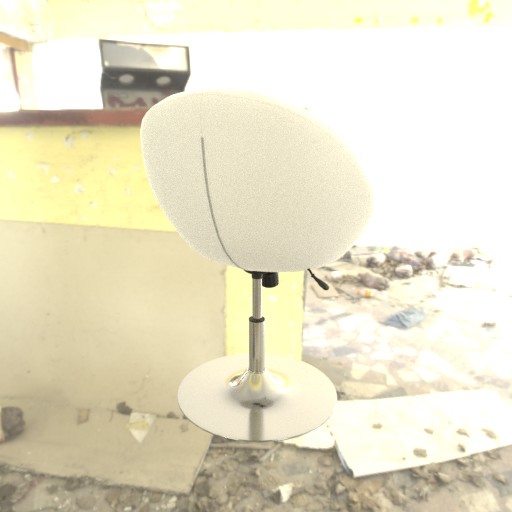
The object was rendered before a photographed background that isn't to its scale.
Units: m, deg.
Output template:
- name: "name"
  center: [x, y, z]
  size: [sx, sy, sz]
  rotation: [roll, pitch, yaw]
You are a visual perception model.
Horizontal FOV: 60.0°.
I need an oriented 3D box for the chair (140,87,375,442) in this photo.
- name: "chair"
  center: [0.000, 0.000, 1.840]
  size: [0.940, 1.261, 0.736]
  rotation: [8, 17, 27]
